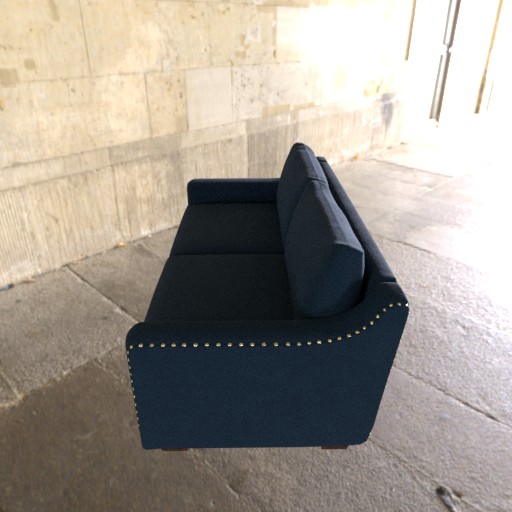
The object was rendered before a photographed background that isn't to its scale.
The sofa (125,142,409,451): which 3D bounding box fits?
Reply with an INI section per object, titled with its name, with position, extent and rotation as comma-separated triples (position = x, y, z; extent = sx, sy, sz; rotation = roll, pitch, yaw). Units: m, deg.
[sofa]
position = 0.000, 0.000, 2.685
extent = 1.104, 0.983, 2.107
rotation = 0, 27, -1
